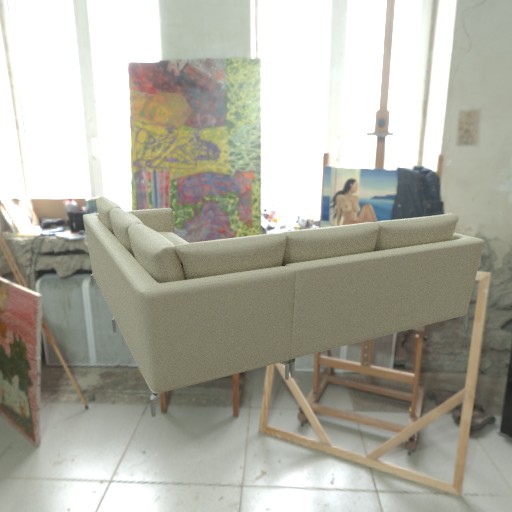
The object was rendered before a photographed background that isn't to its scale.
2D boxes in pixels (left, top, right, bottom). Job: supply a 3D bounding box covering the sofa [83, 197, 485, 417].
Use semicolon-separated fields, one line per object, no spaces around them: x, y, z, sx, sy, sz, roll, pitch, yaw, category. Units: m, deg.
0.000;0.000;3.695;2.430;0.867;2.448;-7;17;-26;sofa
